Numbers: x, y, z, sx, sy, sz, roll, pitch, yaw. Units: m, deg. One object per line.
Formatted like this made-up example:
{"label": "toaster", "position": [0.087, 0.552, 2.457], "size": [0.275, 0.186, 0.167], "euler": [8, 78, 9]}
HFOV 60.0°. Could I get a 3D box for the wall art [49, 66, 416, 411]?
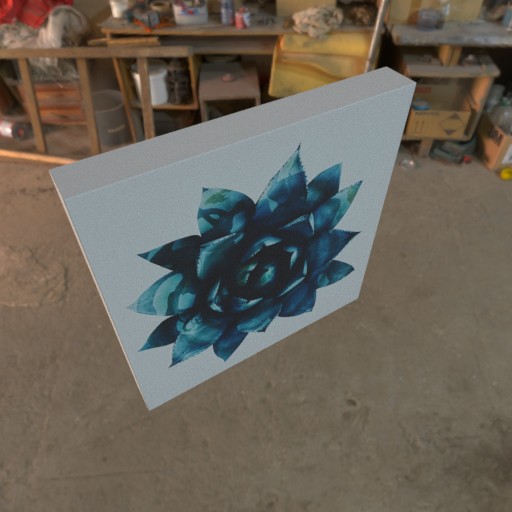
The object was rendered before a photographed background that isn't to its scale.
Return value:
{"label": "wall art", "position": [0.000, 0.000, 0.453], "size": [0.305, 0.305, 0.038], "euler": [-24, 51, -21]}
